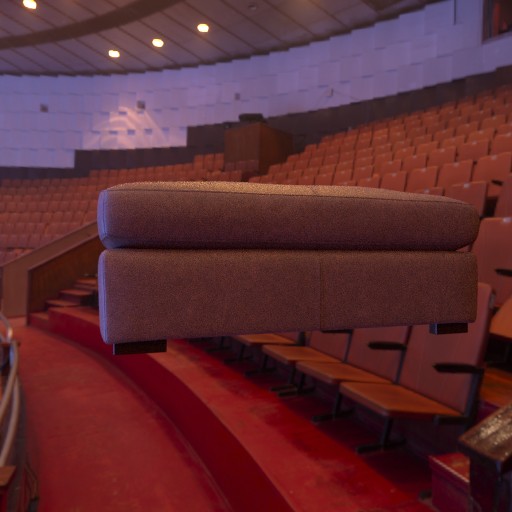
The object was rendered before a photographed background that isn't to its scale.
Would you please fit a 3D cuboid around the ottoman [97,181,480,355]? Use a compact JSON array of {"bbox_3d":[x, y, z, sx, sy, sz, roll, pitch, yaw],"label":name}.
[{"bbox_3d":[0.000,0.000,1.761,1.168,0.490,1.168,0,0,-18],"label":"ottoman"}]
